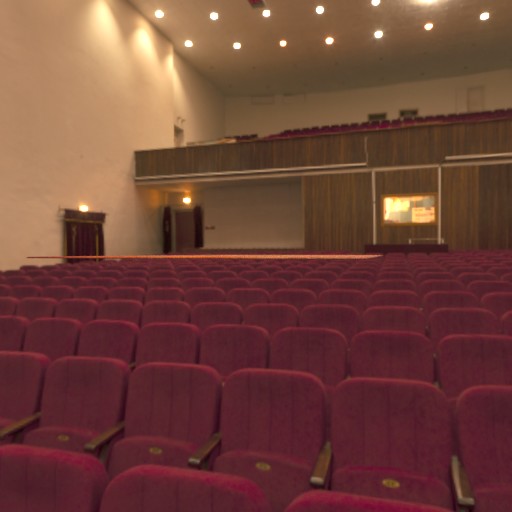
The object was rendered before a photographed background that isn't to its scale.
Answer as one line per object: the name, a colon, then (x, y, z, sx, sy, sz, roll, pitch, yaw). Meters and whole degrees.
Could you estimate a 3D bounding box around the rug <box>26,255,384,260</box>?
rug: (0.000, 0.000, 3.748, 2.007, 0.013, 2.896, 0, 0, 18)
